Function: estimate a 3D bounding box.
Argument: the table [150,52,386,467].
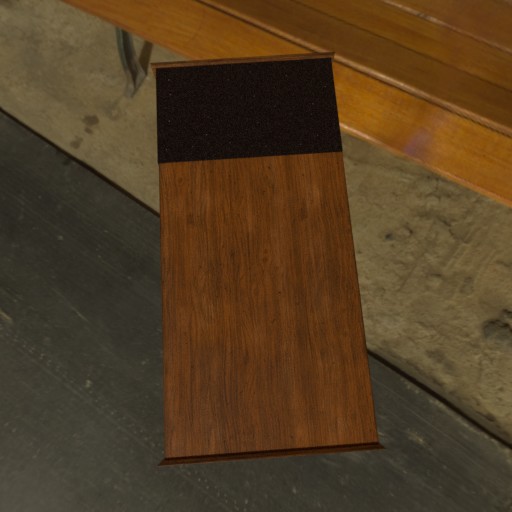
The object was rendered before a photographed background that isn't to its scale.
[{"bbox_3d":[0.000,0.000,1.559,0.610,0.508,1.221,-4,77,-1],"label":"table"}]
